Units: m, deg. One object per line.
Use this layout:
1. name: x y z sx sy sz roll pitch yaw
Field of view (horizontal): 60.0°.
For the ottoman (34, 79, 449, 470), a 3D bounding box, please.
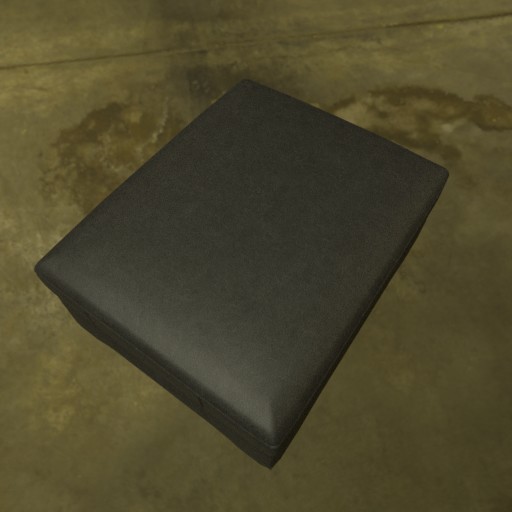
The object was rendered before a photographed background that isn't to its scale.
1. ottoman: 0.000 0.000 1.753 0.967 0.696 1.187 31 63 18
